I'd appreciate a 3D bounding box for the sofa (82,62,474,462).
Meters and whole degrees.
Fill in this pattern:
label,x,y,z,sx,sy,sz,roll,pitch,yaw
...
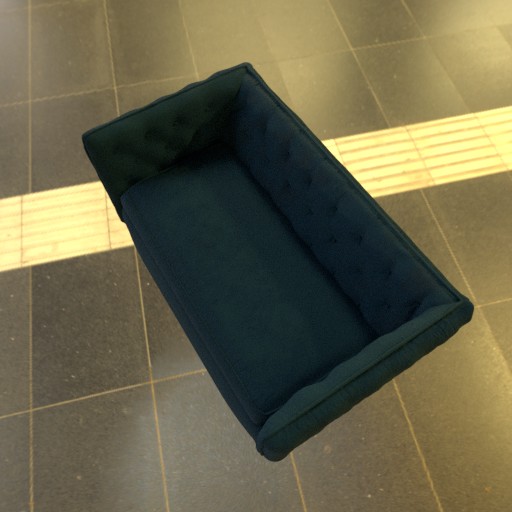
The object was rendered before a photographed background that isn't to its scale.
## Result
label,x,y,z,sx,sy,sz,roll,pitch,yaw
sofa,0.000,0.000,2.092,0.909,0.810,1.583,-30,67,-14
